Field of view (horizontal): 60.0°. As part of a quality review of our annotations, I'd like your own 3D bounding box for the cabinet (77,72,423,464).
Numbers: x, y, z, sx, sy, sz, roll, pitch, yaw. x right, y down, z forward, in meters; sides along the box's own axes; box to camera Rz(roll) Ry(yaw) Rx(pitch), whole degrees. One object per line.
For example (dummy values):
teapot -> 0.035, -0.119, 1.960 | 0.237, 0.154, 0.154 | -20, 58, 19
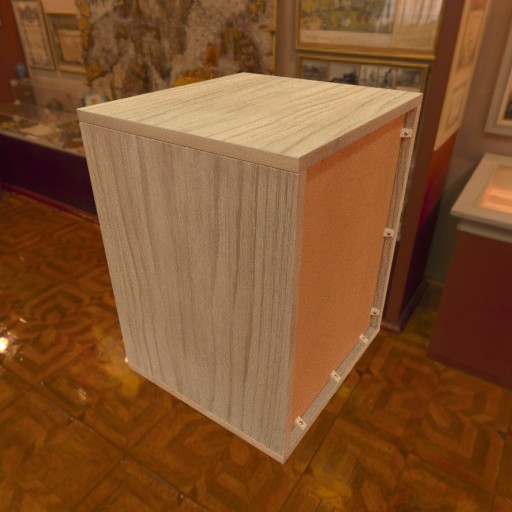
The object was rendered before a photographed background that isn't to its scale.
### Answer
cabinet -> 0.000, 0.000, 0.852 | 0.401, 0.579, 0.409 | 20, 36, 30
